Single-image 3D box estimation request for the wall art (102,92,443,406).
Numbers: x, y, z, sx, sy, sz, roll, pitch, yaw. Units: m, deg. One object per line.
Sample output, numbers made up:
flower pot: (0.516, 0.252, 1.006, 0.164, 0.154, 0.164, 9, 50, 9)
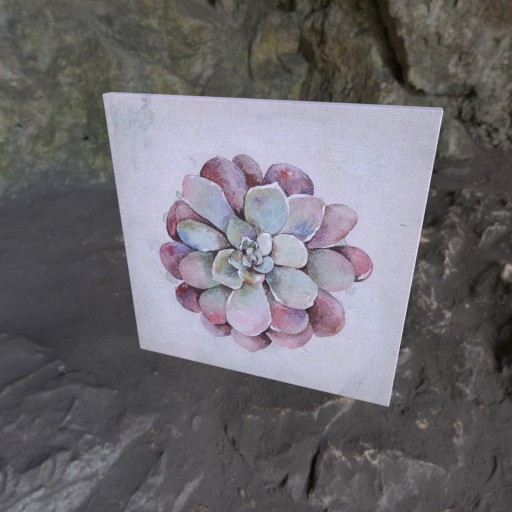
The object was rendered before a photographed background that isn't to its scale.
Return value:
wall art: (0.000, 0.000, 1.137, 0.762, 0.762, 0.041, 9, 28, 17)
